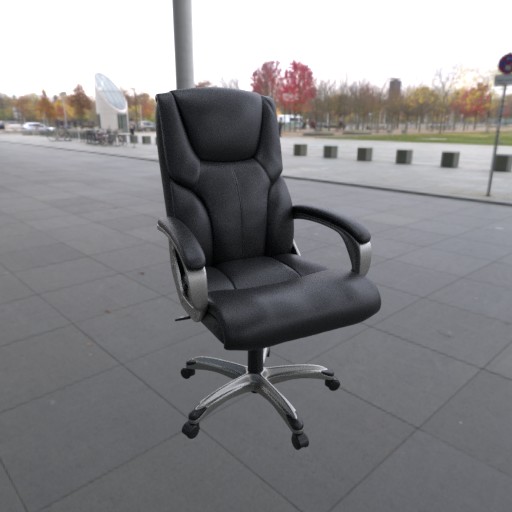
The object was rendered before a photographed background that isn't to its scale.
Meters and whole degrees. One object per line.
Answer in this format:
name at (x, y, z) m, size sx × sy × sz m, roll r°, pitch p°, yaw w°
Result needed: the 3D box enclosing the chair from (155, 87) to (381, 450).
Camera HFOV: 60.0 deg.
chair at (0.000, 0.000, 1.565) m, size 0.663 × 1.155 × 0.739 m, roll -9°, pitch 19°, yaw -27°
